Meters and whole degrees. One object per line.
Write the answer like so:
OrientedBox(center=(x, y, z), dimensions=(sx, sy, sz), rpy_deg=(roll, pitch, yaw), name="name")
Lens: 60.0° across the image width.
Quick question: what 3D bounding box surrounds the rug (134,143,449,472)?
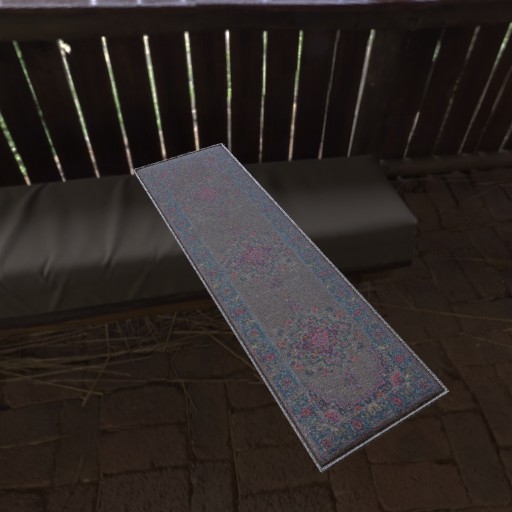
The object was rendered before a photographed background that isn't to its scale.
OrientedBox(center=(0.000, 0.000, 2.020), dimensions=(0.553, 0.012, 1.827), rpy_deg=(-22, 50, -20), name="rug")
